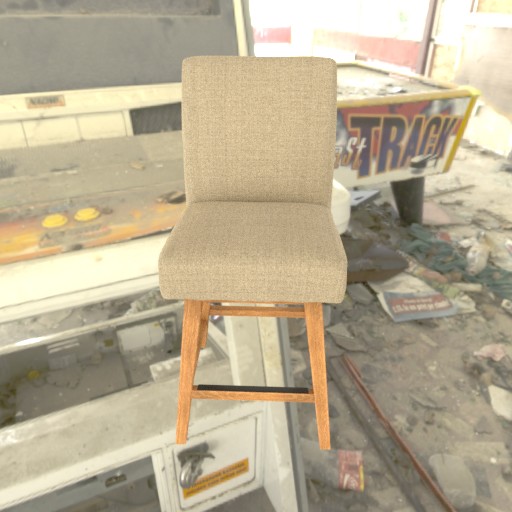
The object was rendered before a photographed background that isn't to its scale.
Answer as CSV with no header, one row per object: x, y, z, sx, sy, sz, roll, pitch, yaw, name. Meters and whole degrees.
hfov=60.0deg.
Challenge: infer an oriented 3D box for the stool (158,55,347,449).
0.000,0.000,1.276,0.459,1.010,0.526,1,30,2,stool
